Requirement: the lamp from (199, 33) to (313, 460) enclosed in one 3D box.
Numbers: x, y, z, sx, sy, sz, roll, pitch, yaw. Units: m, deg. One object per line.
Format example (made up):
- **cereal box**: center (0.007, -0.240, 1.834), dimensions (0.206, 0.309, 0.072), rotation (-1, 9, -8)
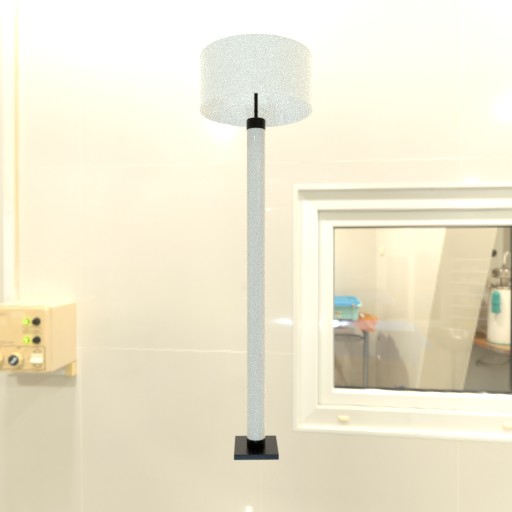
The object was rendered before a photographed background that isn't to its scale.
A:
- **lamp**: center (0.000, 0.000, 1.664), dimensions (0.420, 1.475, 0.420), rotation (0, 1, -1)
